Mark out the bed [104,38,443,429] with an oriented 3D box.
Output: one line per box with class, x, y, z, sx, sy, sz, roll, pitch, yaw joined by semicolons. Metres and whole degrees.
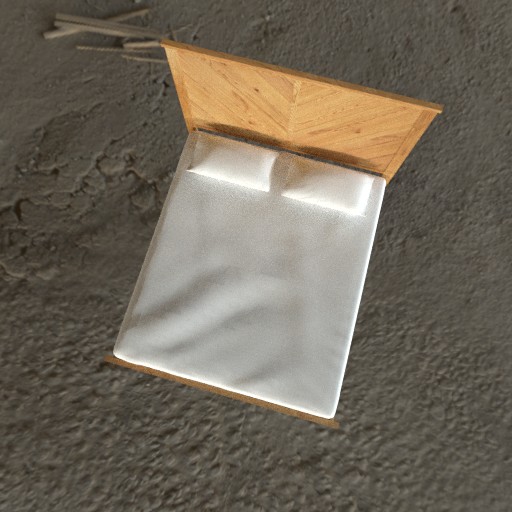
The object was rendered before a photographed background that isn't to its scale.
bed;0.000;0.000;3.517;1.936;1.686;2.201;15;76;4
